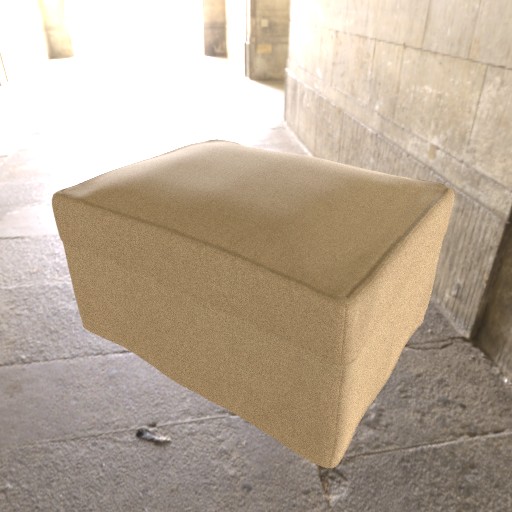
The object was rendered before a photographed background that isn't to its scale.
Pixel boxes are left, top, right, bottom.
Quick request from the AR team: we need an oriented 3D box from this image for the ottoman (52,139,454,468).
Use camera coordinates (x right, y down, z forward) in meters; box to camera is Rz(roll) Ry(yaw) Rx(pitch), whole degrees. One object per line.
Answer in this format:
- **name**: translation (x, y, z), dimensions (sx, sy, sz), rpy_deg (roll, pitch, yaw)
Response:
- **ottoman**: translation (0.000, 0.000, 1.220), dimensions (0.833, 0.485, 0.650), rpy_deg (19, 36, 30)
